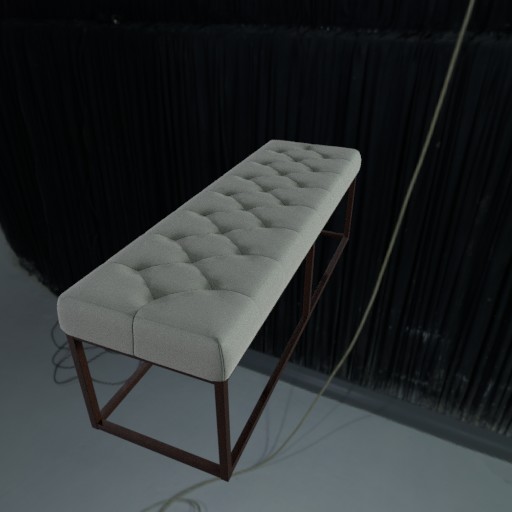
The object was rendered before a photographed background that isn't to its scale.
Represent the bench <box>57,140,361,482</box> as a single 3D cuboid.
[{"bbox_3d":[0.000,0.000,1.697,0.479,0.488,1.488,12,33,19],"label":"bench"}]
